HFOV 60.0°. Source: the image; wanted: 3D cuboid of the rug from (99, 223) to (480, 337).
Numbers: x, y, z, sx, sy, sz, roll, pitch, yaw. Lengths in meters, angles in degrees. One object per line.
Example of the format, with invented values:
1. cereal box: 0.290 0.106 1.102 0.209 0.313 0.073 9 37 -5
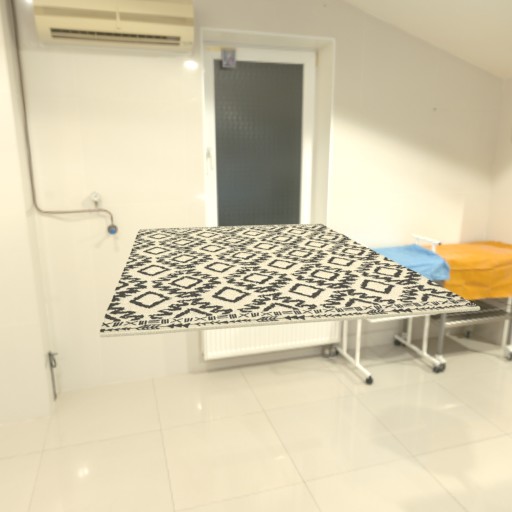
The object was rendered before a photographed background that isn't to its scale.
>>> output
1. rug: 0.000 0.000 4.312 2.444 0.036 3.369 -3 14 -10
